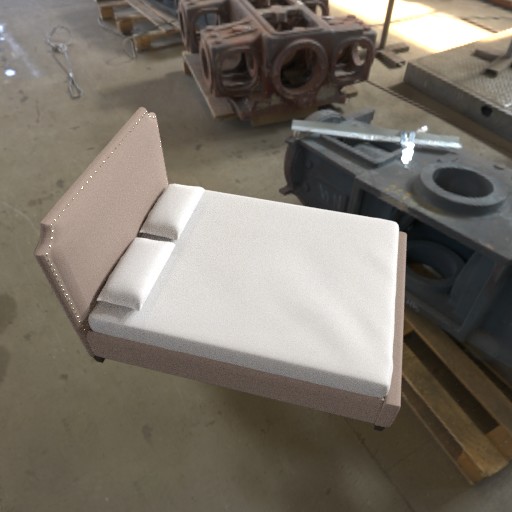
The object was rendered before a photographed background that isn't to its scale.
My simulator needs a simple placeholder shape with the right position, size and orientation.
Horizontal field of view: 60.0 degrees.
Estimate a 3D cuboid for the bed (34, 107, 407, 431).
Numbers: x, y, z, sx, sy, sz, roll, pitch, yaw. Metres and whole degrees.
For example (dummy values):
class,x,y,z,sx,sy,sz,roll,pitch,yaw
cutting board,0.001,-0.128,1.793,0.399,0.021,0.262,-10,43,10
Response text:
class,x,y,z,sx,sy,sz,roll,pitch,yaw
bed,0.000,0.000,3.429,2.372,1.443,1.713,11,48,10
